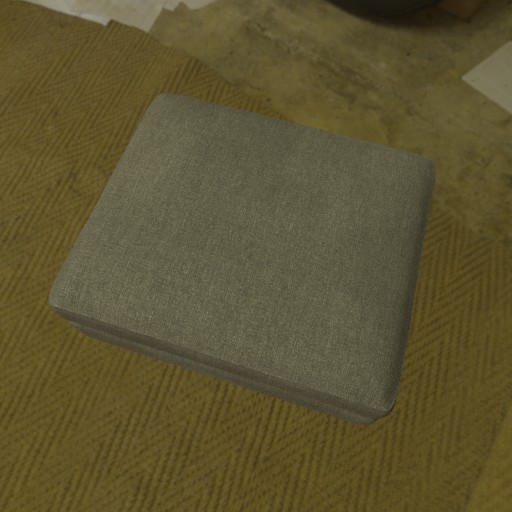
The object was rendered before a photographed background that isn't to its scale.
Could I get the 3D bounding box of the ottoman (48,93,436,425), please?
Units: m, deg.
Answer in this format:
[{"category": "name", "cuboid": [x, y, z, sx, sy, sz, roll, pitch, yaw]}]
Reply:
[{"category": "ottoman", "cuboid": [0.000, 0.000, 1.256, 0.821, 0.474, 0.693, 16, 66, 7]}]
